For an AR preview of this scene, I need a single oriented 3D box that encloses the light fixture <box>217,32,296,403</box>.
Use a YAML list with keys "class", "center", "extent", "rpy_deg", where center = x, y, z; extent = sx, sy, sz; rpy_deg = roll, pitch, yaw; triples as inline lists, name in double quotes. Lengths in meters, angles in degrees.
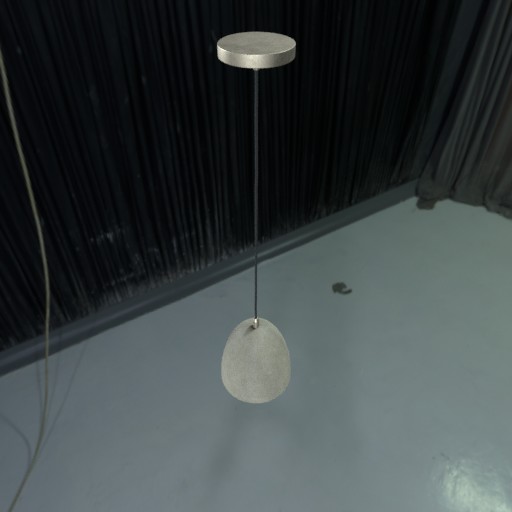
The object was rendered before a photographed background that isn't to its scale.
- class: "light fixture"
  center: [0.000, 0.000, 0.843]
  extent: [0.170, 0.759, 0.170]
  rpy_deg: [-24, 47, -25]
